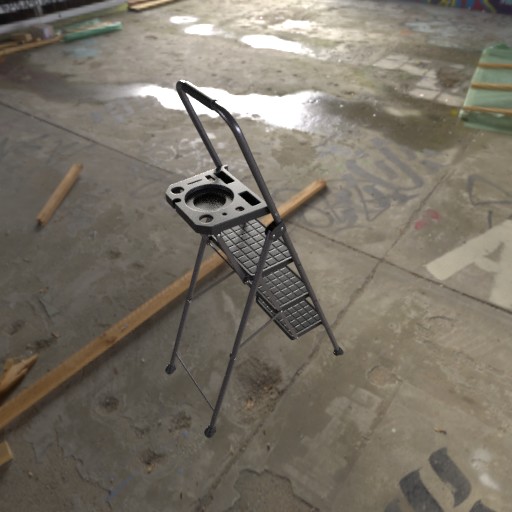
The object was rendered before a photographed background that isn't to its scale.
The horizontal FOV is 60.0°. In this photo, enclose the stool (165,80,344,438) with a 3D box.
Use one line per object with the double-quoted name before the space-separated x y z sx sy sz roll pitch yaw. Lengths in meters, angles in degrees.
"stool" 0.000 0.000 1.603 0.733 1.277 0.396 -24 47 -25
